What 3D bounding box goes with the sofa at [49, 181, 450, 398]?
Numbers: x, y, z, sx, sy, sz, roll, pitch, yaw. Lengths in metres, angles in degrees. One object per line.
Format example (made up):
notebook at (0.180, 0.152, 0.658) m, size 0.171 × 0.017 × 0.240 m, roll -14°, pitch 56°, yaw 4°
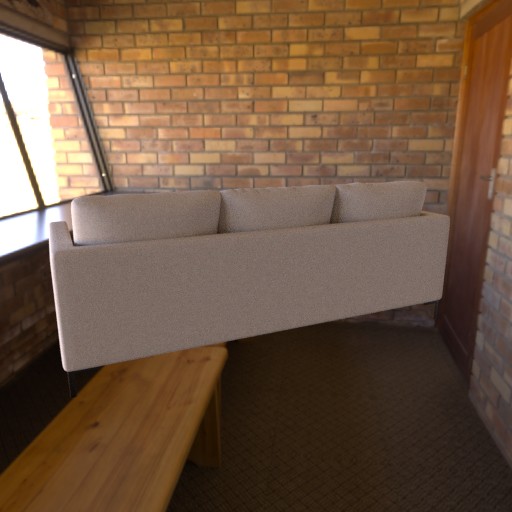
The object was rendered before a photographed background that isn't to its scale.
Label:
sofa at (0.000, 0.000, 2.654) m, size 2.218 × 0.874 × 0.859 m, roll -7°, pitch 16°, yaw -24°
